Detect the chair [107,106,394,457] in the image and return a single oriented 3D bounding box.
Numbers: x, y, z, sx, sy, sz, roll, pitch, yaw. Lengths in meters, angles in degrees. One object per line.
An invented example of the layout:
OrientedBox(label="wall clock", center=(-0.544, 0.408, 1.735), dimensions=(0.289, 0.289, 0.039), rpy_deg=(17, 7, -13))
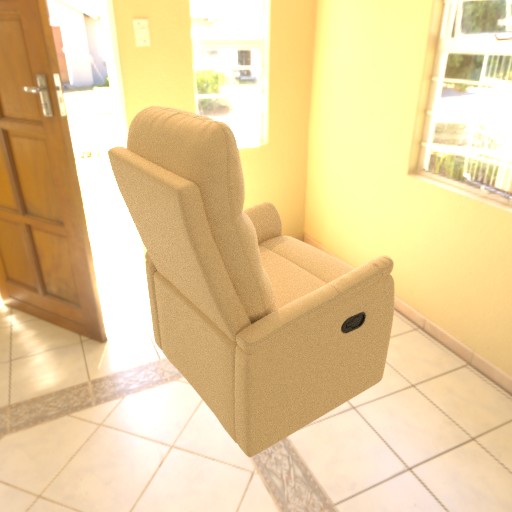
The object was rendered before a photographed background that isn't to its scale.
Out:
OrientedBox(label="chair", center=(0.000, 0.000, 1.652), dimensions=(0.831, 1.082, 0.775), rpy_deg=(-17, 31, -31))
